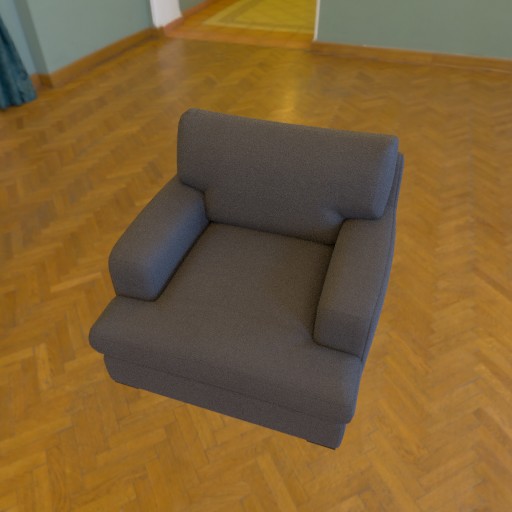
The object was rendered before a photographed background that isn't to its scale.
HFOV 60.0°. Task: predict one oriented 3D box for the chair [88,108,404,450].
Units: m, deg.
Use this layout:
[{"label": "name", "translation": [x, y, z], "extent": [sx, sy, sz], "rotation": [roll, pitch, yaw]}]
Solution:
[{"label": "chair", "translation": [0.000, 0.000, 1.994], "extent": [1.168, 0.940, 1.143], "rotation": [12, 42, 14]}]
